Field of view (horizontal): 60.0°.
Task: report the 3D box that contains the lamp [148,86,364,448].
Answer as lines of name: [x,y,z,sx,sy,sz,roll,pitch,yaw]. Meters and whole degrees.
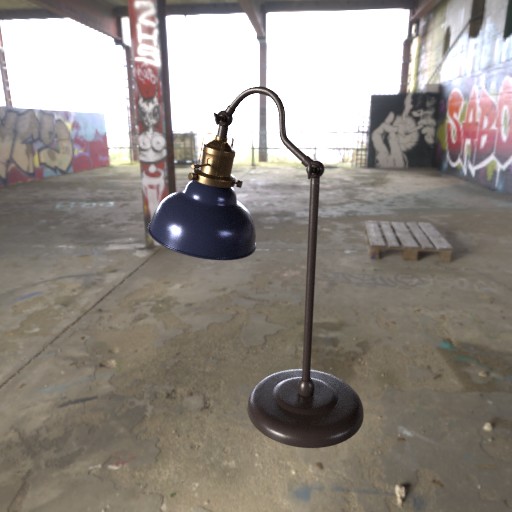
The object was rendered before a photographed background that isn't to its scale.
lamp: [0.000,0.000,0.709,0.374,0.508,0.192,8,18,25]
